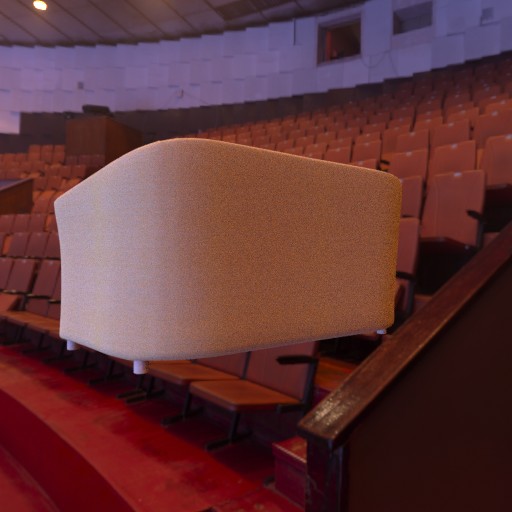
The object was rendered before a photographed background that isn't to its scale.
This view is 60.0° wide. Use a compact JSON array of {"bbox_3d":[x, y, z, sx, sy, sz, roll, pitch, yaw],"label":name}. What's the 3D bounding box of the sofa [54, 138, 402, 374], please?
[{"bbox_3d":[0.000,0.000,1.882,1.452,0.721,0.705,0,0,-37],"label":"sofa"}]
